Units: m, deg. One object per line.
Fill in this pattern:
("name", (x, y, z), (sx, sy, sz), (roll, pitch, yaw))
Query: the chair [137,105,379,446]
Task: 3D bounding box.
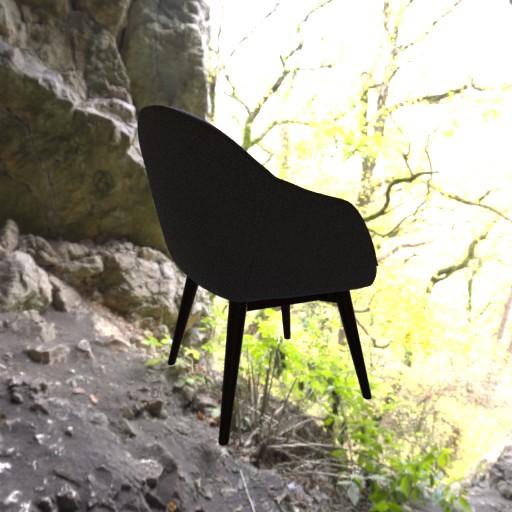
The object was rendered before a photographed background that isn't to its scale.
("chair", (0.000, 0.000, 1.297), (0.611, 0.810, 0.589), (-7, 16, -26))
